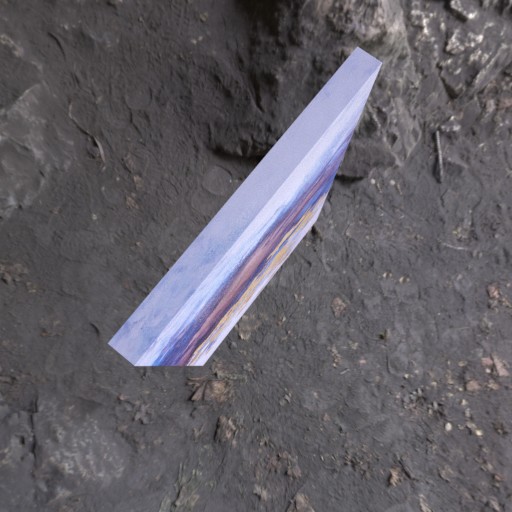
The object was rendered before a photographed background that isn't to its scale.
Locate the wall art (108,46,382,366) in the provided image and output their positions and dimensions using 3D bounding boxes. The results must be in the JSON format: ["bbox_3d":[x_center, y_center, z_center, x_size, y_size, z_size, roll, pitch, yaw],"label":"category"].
[{"bbox_3d":[0.000,0.000,0.762,0.036,0.581,0.437,37,79,8],"label":"wall art"}]
